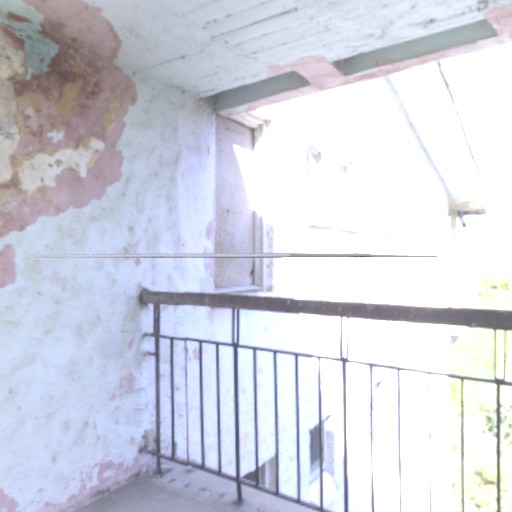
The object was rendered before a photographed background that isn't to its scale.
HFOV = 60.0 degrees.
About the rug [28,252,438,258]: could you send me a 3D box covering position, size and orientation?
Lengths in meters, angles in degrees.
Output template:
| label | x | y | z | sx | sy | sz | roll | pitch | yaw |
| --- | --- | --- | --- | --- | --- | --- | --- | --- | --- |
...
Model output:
| label | x | y | z | sx | sy | sz | roll | pitch | yaw |
| --- | --- | --- | --- | --- | --- | --- | --- | --- | --- |
| rug | 0.000 | 0.000 | 0.891 | 0.548 | 0.006 | 0.639 | 0 | 0 | 36 |
